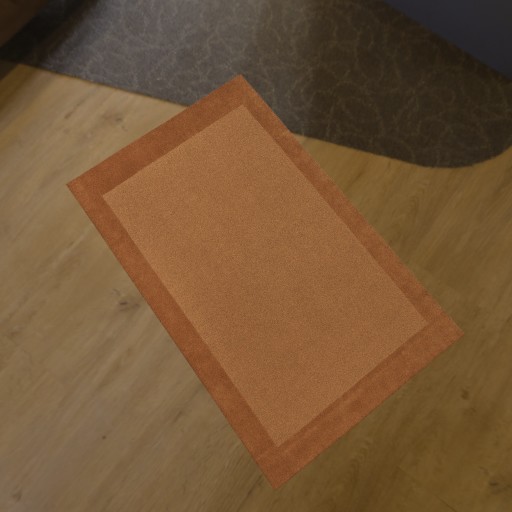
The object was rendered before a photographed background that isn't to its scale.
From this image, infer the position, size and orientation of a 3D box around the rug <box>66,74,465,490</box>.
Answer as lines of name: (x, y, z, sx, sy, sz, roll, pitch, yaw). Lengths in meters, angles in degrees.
rug: (0.000, 0.000, 2.982, 1.524, 0.014, 2.438, -36, 77, -9)
